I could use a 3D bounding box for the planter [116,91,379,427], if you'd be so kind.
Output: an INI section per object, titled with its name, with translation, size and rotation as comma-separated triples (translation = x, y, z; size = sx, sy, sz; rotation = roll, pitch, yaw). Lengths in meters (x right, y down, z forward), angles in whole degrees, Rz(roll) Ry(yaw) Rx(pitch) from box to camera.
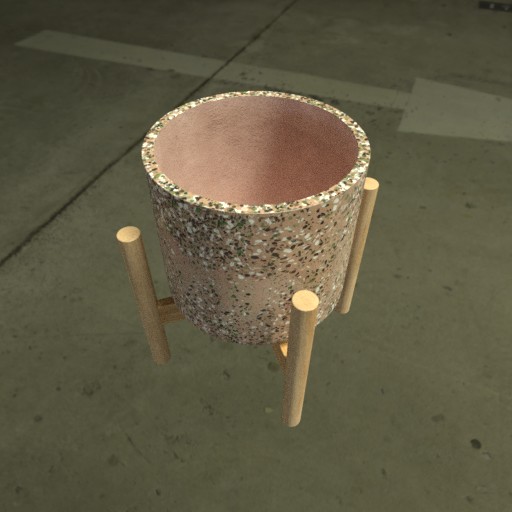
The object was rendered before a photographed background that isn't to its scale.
[planter]
translation = 0.000, 0.000, 0.550
size = 0.284, 0.320, 0.284
rotation = 3, 45, 3
